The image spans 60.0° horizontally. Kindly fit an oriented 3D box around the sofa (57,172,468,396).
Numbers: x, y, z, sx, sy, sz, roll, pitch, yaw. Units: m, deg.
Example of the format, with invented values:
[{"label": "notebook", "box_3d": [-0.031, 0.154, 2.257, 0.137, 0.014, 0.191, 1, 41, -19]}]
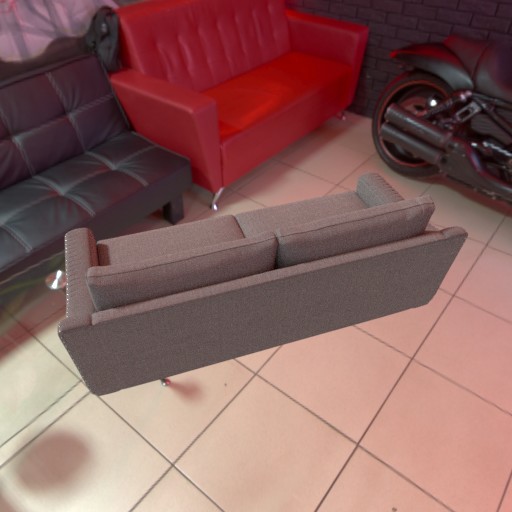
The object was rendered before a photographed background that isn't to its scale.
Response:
[{"label": "sofa", "box_3d": [0.000, 0.000, 2.769, 2.208, 0.857, 1.000, -13, 44, -14]}]
